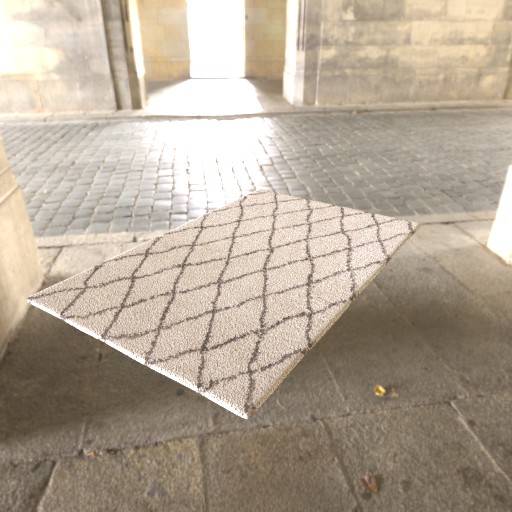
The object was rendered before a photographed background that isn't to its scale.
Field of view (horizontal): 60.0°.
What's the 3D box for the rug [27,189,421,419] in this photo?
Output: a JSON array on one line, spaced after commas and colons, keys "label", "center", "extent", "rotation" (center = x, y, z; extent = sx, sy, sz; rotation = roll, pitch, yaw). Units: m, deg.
[{"label": "rug", "center": [0.000, 0.000, 3.456], "extent": [1.778, 0.030, 2.743], "rotation": [17, 31, 30]}]
